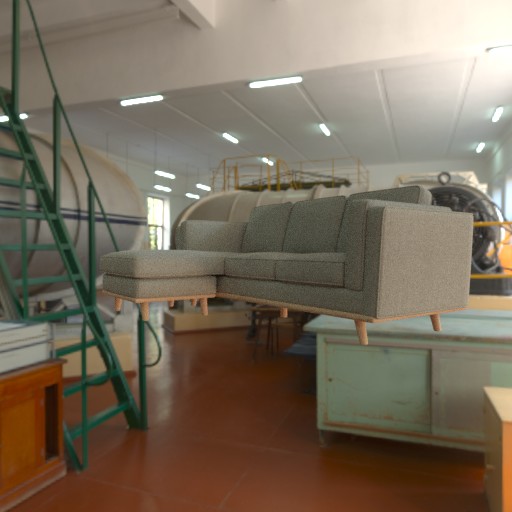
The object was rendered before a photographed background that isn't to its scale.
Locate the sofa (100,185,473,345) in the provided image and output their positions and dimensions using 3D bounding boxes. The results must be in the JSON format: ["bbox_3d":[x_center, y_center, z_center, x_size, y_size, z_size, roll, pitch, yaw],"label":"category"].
[{"bbox_3d":[0.000,0.000,3.203,1.604,0.929,2.411,-1,1,-35],"label":"sofa"}]
